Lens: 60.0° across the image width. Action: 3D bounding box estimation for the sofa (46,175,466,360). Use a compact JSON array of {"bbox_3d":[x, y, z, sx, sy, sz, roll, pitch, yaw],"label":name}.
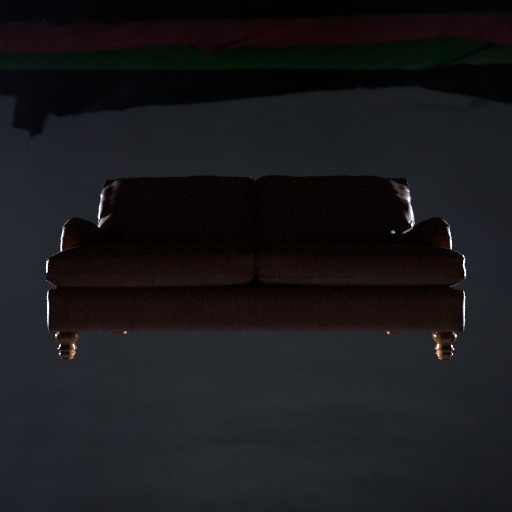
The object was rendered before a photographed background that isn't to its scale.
[{"bbox_3d":[0.000,0.000,2.765,2.144,1.071,1.147,0,-1,0],"label":"sofa"}]
